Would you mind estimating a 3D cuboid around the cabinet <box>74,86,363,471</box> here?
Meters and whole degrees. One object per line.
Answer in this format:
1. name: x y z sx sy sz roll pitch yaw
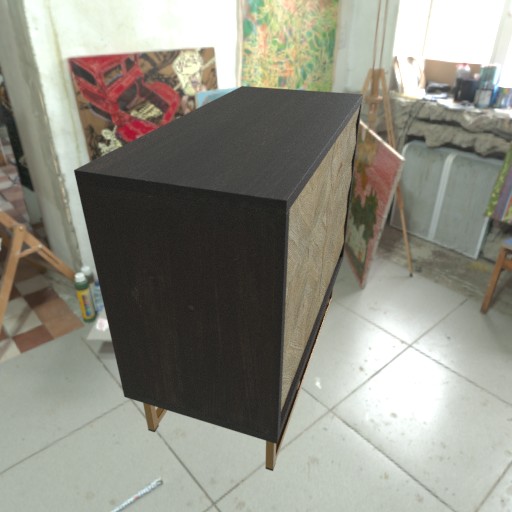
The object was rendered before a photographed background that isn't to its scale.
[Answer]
1. cabinet: 0.000 0.000 1.442 0.451 0.860 0.950 10 33 17
